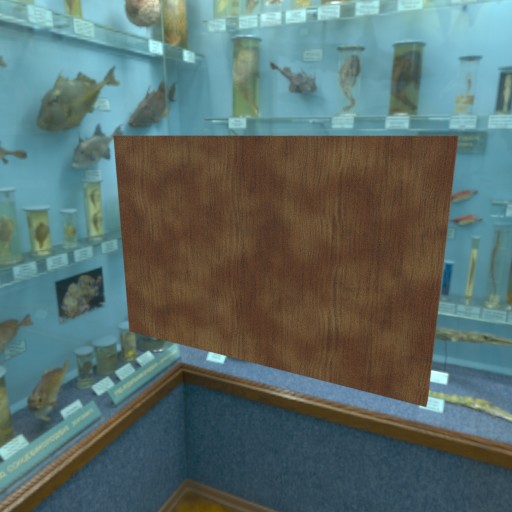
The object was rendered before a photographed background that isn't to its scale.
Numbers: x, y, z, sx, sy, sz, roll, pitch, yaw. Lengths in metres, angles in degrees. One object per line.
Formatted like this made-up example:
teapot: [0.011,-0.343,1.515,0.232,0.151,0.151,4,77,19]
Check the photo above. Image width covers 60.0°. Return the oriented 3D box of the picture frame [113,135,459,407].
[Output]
picture frame: [0.000,0.000,1.220,0.950,0.640,0.029,8,17,26]
